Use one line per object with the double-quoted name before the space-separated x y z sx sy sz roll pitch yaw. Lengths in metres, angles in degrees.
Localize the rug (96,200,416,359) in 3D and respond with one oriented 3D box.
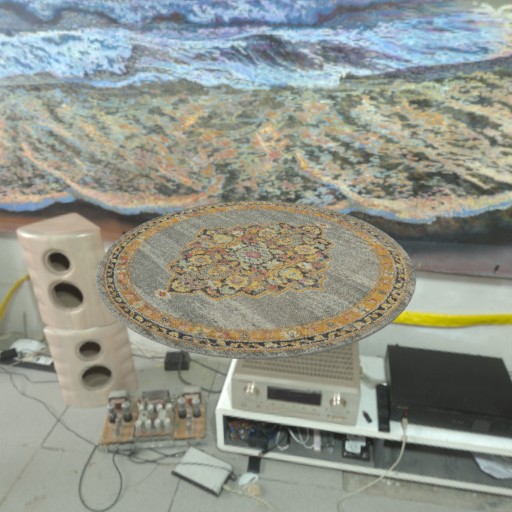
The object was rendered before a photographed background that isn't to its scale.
"rug" 0.000 0.000 3.458 2.382 0.014 2.382 0 28 0
